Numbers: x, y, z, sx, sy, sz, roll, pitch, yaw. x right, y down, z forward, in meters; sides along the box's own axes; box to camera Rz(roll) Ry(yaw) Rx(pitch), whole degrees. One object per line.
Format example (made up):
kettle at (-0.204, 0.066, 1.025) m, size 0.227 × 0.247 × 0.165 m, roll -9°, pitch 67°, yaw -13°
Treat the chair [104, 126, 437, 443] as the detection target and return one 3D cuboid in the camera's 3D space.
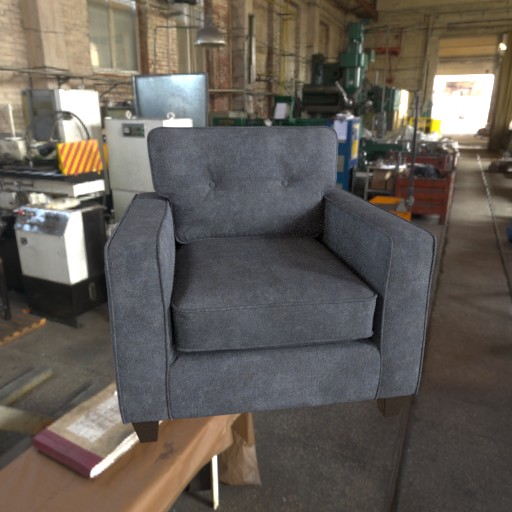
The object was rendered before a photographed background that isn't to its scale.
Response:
chair at (0.000, 0.000, 1.745) m, size 1.015 × 0.965 × 0.939 m, roll -3°, pitch 18°, yaw -8°
